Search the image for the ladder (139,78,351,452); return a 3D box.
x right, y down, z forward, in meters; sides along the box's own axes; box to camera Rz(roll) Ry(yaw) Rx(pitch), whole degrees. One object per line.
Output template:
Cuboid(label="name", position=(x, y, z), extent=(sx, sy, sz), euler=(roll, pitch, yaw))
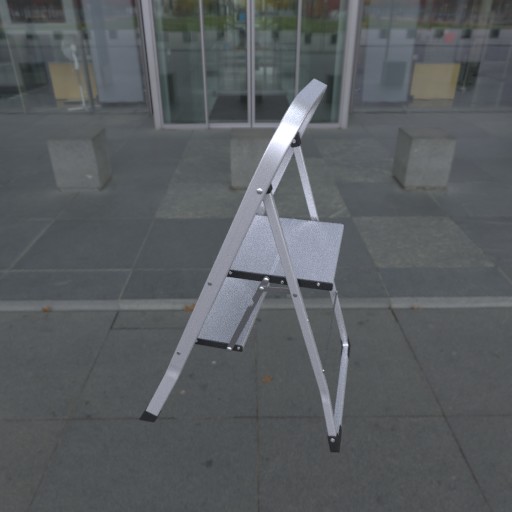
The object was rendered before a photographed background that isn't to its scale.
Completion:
Cuboid(label="ladder", position=(0.000, 0.000, 1.128), extent=(0.530, 0.830, 0.465), euler=(7, 30, 12))
